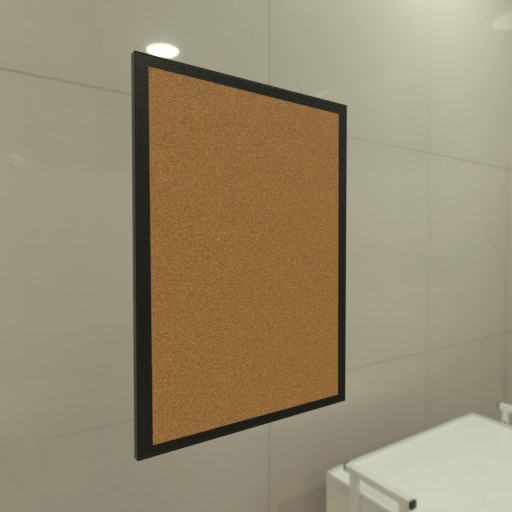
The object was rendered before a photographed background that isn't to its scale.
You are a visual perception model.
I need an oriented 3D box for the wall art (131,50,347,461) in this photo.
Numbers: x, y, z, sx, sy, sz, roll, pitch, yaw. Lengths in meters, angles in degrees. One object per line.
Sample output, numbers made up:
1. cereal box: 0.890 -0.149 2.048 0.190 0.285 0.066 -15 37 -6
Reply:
1. wall art: 0.000 0.000 0.853 0.480 0.657 0.016 -1 2 -35
